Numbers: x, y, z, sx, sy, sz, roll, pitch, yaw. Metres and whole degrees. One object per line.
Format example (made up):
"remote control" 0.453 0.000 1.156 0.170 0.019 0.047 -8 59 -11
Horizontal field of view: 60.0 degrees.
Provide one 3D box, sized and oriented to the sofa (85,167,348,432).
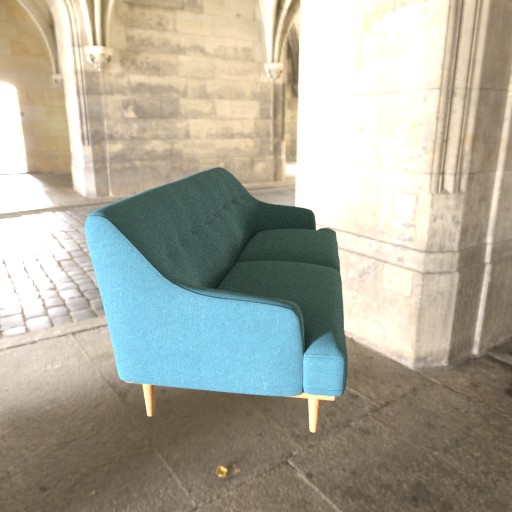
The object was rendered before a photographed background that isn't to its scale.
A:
"sofa" 0.000 0.000 2.572 0.978 0.871 2.057 2 16 8
